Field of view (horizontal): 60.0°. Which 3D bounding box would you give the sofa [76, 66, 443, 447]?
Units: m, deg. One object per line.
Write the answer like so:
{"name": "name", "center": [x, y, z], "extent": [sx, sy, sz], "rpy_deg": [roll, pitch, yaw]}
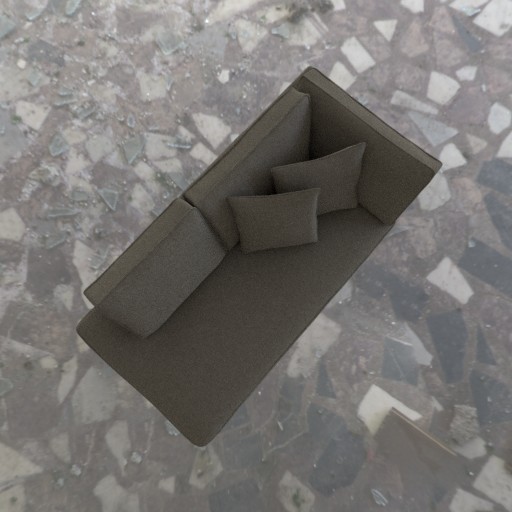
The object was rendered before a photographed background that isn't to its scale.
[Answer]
{"name": "sofa", "center": [0.000, 0.000, 2.866], "extent": [1.110, 1.033, 2.237], "rpy_deg": [41, 80, 9]}
